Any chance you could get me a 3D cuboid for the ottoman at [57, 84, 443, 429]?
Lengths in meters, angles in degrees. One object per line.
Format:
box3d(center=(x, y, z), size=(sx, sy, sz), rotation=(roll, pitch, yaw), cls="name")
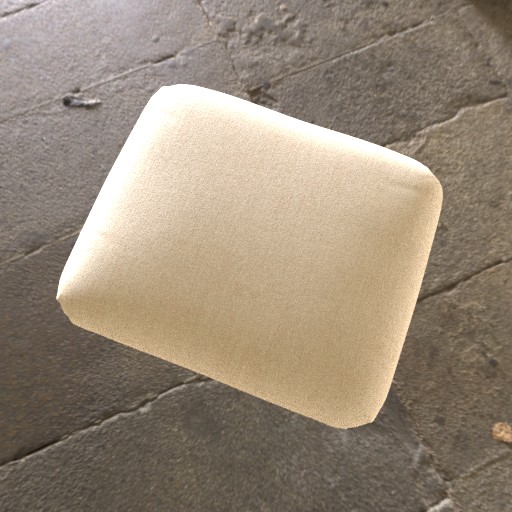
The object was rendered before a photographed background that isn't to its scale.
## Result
box3d(center=(0.000, 0.000, 1.115), size=(0.747, 0.450, 0.622), rotation=(20, 76, 5), cls="ottoman")
